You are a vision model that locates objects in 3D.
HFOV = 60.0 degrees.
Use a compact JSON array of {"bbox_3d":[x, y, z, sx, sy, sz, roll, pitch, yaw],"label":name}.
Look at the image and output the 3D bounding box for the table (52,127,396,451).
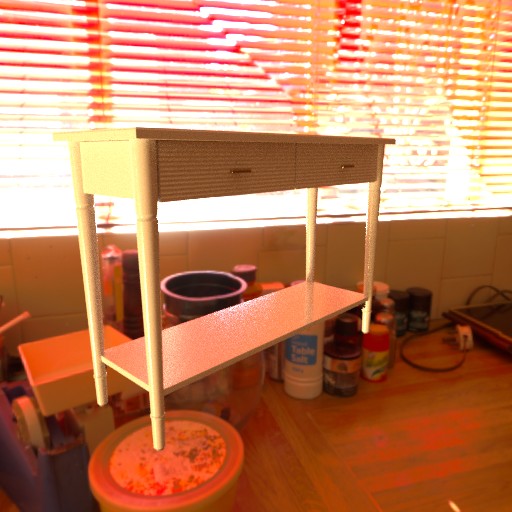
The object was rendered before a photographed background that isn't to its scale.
[{"bbox_3d":[0.000,0.000,1.431,0.381,0.749,1.067,12,18,42],"label":"table"}]
